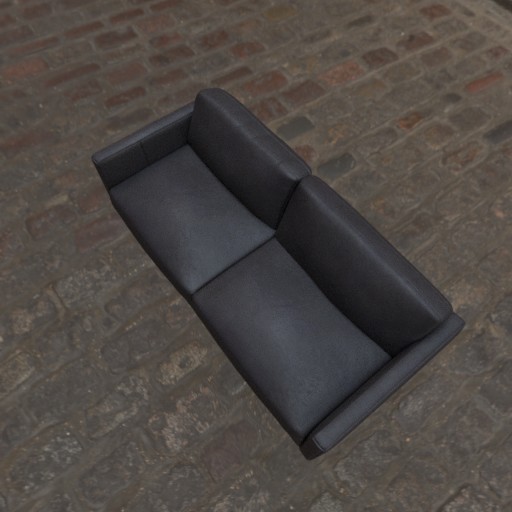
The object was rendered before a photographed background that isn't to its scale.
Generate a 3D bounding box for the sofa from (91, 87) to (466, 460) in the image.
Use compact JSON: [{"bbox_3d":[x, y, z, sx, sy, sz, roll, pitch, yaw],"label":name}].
[{"bbox_3d":[0.000,0.000,2.455,0.933,0.863,1.971,-35,67,-17],"label":"sofa"}]
